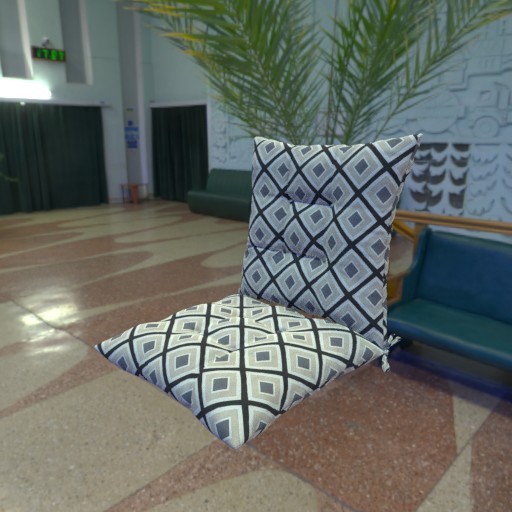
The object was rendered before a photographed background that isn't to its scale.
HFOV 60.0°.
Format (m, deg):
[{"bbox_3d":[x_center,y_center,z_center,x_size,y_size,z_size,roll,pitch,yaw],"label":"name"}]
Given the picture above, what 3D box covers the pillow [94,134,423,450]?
[{"bbox_3d":[0.000,0.000,1.009,0.585,0.536,0.541,-14,20,-43],"label":"pillow"}]
